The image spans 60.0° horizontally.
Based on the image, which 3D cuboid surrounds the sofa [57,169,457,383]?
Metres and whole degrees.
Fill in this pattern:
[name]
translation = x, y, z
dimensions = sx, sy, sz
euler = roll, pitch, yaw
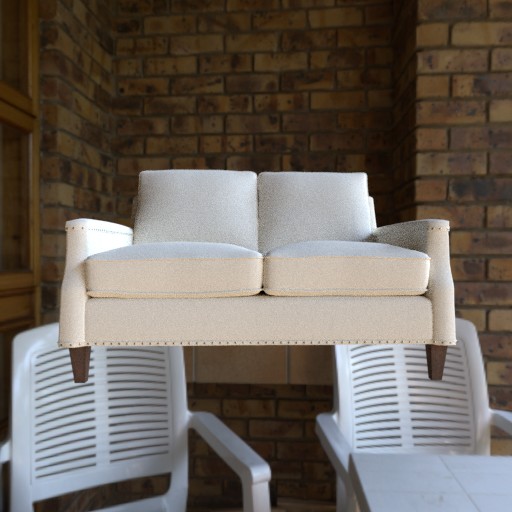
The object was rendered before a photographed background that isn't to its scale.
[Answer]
[sofa]
translation = 0.000, 0.000, 2.270
dimensions = 1.597, 1.003, 1.084
euler = 0, 0, -2
